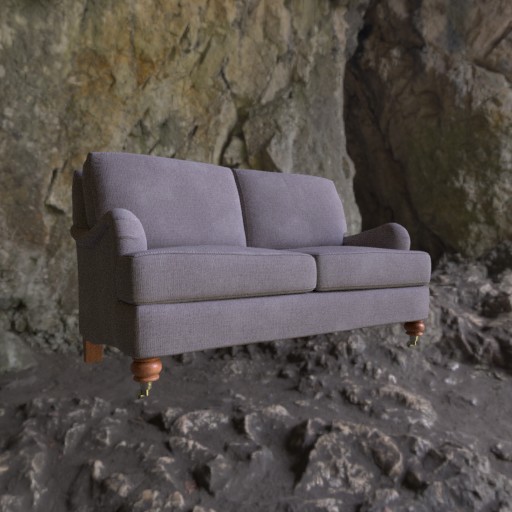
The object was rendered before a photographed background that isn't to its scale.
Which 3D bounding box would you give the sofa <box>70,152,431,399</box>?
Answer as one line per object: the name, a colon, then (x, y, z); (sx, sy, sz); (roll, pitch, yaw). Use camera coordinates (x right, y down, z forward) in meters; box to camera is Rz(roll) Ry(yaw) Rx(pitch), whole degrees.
sofa: (0.000, 0.000, 2.524); (1.853, 1.101, 1.084); (0, 1, -34)
